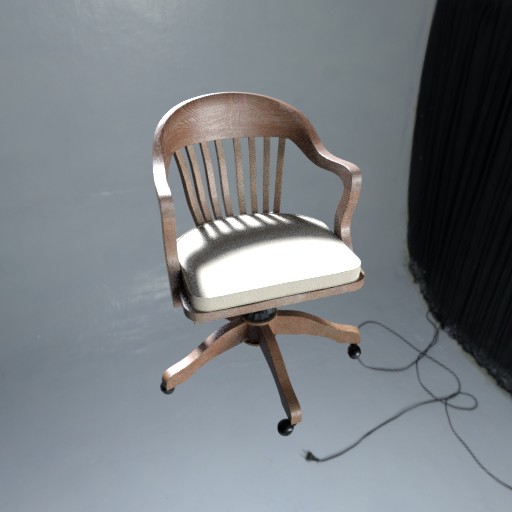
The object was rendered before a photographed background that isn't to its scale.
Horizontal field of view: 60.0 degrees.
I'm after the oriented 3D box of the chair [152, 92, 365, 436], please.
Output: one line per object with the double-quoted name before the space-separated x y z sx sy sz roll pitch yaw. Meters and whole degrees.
"chair" 0.000 0.000 1.470 0.750 0.878 0.788 -10 34 -15
